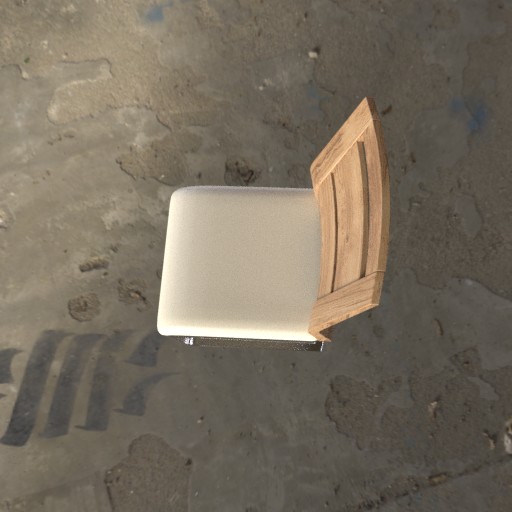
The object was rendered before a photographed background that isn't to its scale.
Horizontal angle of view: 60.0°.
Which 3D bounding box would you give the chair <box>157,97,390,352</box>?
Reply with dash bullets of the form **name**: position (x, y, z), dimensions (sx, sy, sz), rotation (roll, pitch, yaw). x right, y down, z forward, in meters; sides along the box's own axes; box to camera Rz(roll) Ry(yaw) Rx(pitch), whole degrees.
- **chair**: position (0.000, 0.000, 1.266), dimensions (0.561, 0.955, 0.457), rotation (3, 74, 1)
